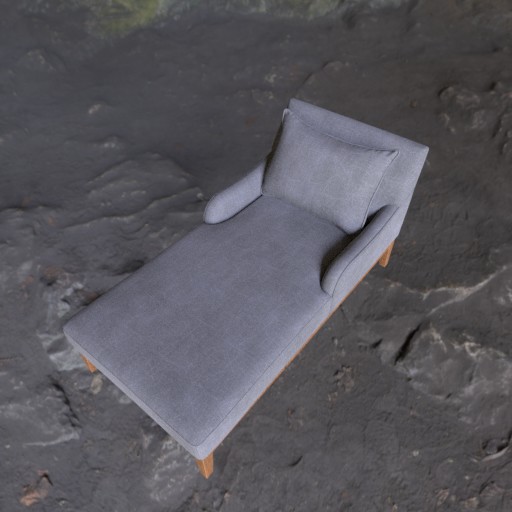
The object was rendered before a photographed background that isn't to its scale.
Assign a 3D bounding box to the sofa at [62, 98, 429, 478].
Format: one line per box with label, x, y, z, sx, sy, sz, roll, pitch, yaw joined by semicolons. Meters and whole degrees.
sofa;0.000;0.000;2.280;0.894;0.859;1.779;30;53;26
